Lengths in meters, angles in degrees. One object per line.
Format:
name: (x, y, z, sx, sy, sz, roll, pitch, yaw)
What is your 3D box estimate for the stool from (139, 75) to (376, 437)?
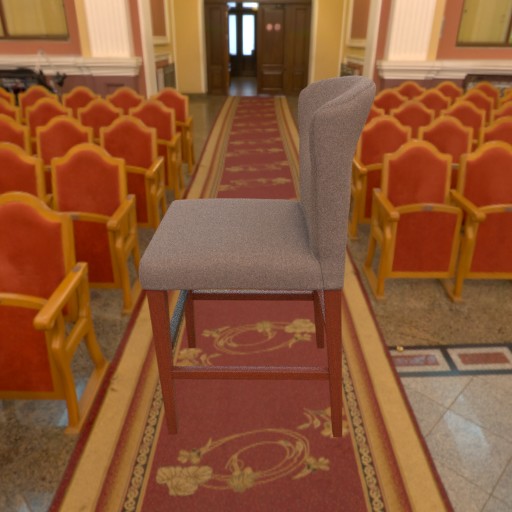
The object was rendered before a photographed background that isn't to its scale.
stool: (0.000, 0.000, 1.289, 0.568, 0.968, 0.481, 0, 26, 1)
